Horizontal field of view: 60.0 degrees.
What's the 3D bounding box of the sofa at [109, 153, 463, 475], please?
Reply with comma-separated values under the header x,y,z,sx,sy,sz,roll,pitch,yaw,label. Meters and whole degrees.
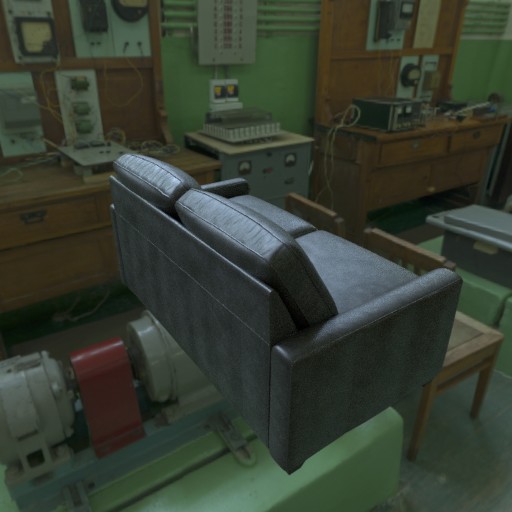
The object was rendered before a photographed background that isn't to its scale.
x,y,z,sx,sy,sz,roll,pitch,yaw,label
0.000,0.000,2.281,0.939,0.916,1.732,-18,32,-31,sofa
